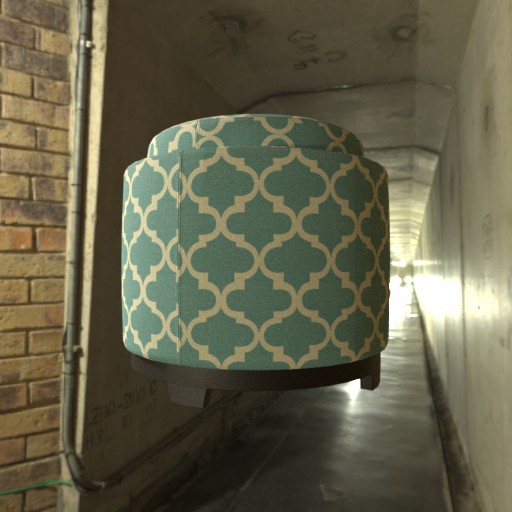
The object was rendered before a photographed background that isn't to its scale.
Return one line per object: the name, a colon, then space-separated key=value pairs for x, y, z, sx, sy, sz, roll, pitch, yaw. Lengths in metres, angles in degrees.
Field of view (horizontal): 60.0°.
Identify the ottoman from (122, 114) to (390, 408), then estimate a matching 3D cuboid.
ottoman: x=0.000 y=0.000 z=0.827 sx=0.480 sy=0.429 sz=0.480 roll=0 pitch=-1 yaw=0
